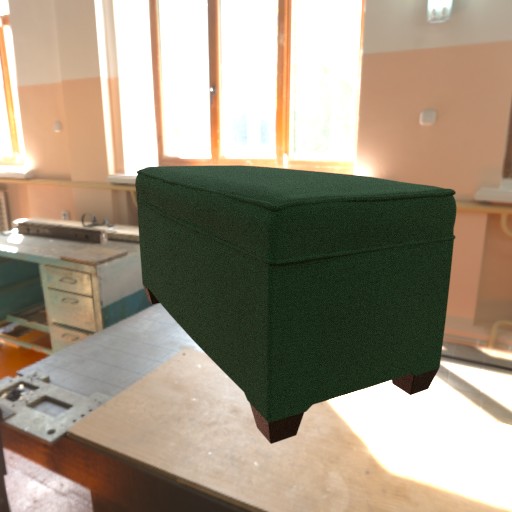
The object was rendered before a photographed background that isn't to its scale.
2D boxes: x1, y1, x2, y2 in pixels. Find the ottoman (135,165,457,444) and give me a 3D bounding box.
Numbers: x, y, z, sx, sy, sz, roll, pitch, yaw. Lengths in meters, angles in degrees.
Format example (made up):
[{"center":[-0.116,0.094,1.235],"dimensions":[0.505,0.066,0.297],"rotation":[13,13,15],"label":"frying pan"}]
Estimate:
[{"center":[0.000,0.000,1.231],"dimensions":[0.483,0.471,0.957],"rotation":[-7,16,-27],"label":"ottoman"}]
